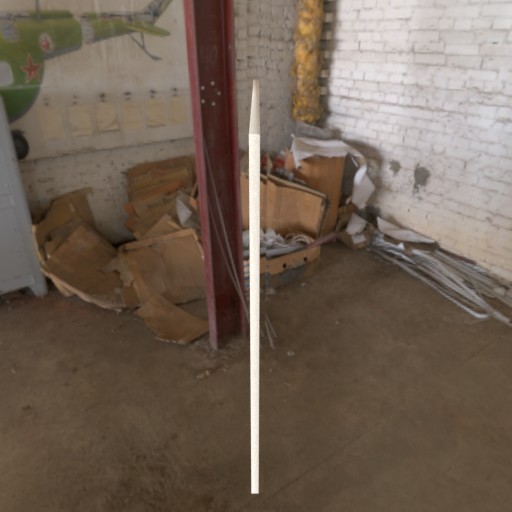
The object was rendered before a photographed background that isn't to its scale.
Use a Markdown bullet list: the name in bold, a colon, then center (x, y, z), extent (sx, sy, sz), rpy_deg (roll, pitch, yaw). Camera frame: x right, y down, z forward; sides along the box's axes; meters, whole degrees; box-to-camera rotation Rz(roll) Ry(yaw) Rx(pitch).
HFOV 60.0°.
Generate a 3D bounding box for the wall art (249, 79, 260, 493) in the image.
- **wall art**: center (0.000, 0.000, 0.859), extent (0.013, 0.584, 0.584), rpy_deg (0, 27, 0)
